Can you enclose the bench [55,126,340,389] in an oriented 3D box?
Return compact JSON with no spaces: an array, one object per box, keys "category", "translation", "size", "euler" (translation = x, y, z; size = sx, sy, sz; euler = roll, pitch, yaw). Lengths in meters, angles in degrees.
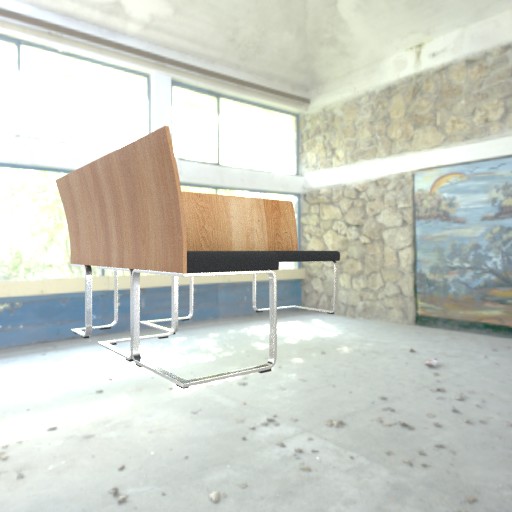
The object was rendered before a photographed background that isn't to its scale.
[{"category":"bench","translation":[0.000,0.000,2.715],"size":[1.945,0.930,1.495],"euler":[-1,1,-38]}]
